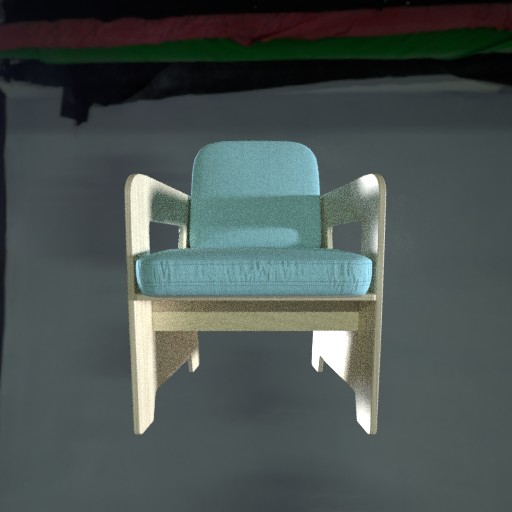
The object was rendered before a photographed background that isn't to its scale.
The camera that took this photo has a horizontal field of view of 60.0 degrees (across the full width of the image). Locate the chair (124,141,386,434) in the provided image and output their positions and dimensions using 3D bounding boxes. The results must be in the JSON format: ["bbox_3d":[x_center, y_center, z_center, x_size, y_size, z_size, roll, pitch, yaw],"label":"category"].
[{"bbox_3d":[0.000,0.000,1.281,0.590,0.800,0.710,0,1,0],"label":"chair"}]
